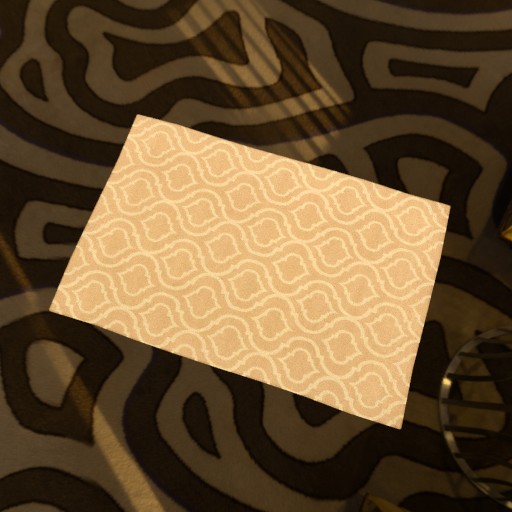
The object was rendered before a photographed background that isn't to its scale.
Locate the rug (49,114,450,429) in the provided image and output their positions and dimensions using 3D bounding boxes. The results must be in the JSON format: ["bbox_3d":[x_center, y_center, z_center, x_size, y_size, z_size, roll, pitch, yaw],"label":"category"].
[{"bbox_3d":[0.000,0.000,2.222,1.761,0.013,1.152,17,75,5],"label":"rug"}]
